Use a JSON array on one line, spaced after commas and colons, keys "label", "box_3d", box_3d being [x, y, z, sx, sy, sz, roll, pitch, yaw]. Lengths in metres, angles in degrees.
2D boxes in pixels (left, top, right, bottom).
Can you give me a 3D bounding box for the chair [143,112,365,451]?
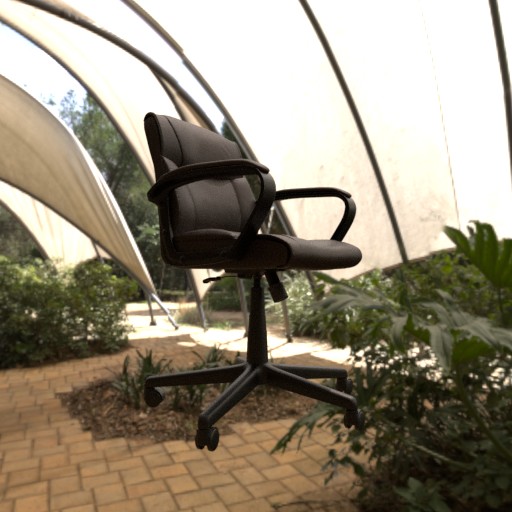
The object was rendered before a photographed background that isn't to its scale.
[{"label": "chair", "box_3d": [0.000, 0.000, 1.463, 0.717, 1.004, 0.739, -1, -2, 37]}]
